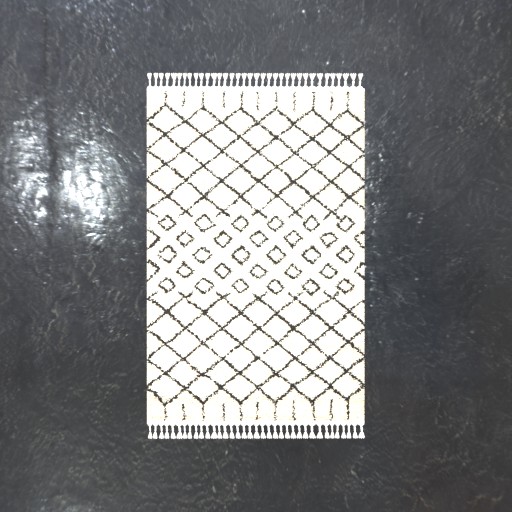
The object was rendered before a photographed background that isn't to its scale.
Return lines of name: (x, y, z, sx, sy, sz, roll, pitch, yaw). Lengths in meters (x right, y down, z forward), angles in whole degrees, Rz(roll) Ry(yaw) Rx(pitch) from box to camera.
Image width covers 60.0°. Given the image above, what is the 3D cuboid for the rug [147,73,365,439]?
rug: (0.000, 0.000, 2.435, 1.196, 0.008, 2.006, 0, 90, 0)
